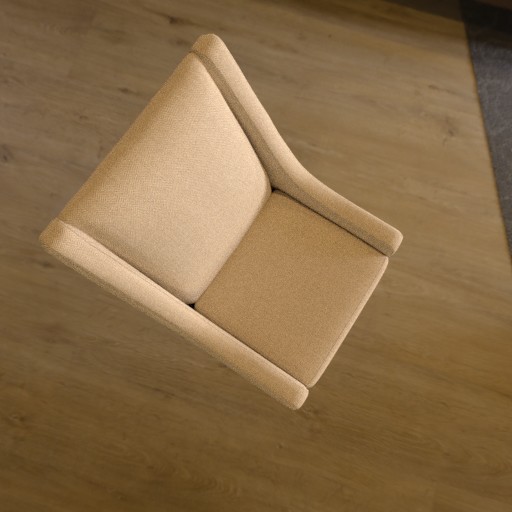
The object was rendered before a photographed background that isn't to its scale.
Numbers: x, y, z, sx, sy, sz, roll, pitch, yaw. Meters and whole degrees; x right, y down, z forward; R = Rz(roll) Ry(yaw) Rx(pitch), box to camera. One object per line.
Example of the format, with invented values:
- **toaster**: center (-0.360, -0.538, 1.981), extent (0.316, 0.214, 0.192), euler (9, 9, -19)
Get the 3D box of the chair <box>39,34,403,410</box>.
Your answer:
- **chair**: center (0.000, 0.000, 1.612), extent (0.870, 1.014, 0.774), euler (33, 79, 7)
